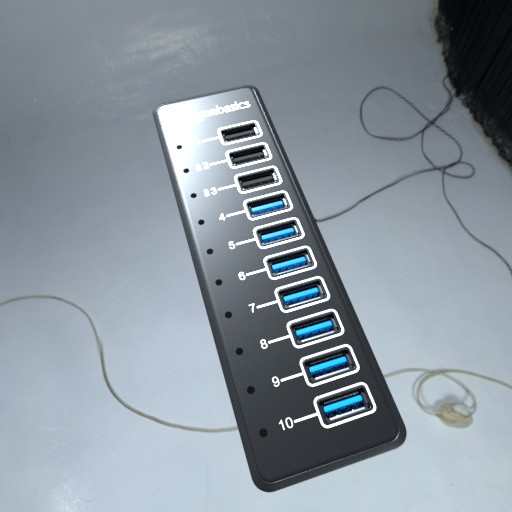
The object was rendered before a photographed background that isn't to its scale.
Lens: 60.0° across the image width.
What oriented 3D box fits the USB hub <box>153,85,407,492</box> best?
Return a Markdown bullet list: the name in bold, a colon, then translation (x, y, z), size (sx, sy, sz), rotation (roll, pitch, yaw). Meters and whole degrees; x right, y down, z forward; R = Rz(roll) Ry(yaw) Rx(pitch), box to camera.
- **USB hub**: translation (0.000, 0.000, 0.158), size (0.044, 0.023, 0.145), rotation (-15, 63, -8)
